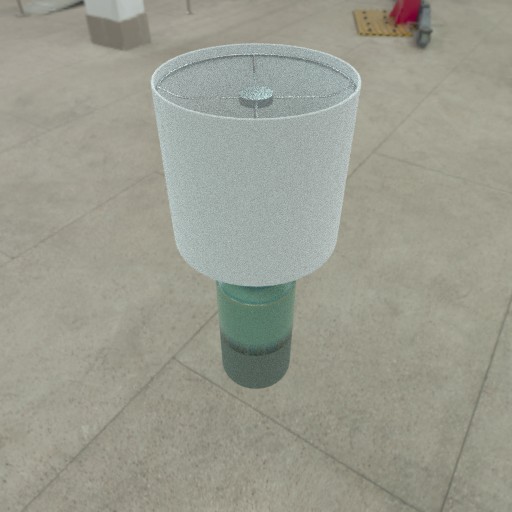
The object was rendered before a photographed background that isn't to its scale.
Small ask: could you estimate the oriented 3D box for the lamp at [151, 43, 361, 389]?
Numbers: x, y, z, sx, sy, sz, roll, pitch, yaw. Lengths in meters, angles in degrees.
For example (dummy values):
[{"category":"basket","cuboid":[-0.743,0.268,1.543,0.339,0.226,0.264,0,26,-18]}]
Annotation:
[{"category":"lamp","cuboid":[0.000,0.000,0.615,0.212,0.493,0.212,-1,41,-1]}]
